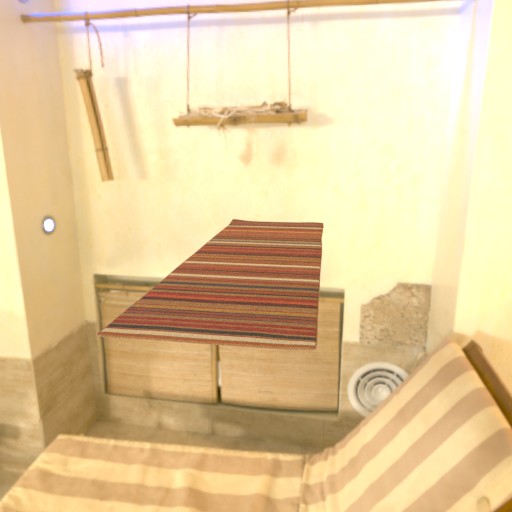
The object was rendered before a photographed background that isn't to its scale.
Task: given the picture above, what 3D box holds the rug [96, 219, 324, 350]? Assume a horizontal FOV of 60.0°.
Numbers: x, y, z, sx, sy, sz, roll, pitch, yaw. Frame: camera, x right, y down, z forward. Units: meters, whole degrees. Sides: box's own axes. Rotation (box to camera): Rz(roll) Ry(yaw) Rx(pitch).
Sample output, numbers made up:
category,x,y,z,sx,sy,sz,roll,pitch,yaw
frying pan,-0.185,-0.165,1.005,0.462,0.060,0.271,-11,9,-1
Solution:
category,x,y,z,sx,sy,sz,roll,pitch,yaw
rug,0.000,0.000,2.712,0.799,0.030,2.444,2,15,9
